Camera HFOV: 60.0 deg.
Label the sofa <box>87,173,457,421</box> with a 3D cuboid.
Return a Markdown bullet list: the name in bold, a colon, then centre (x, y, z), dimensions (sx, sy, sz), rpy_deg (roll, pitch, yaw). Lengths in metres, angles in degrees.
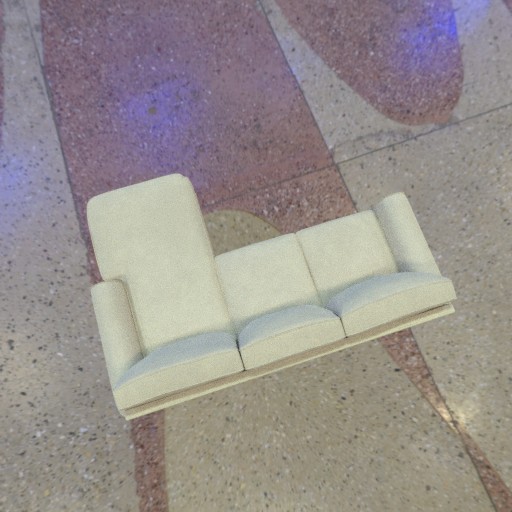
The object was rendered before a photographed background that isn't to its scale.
- **sofa**: centre (0.000, 0.000, 2.420), dimensions (1.770, 0.734, 1.226), rpy_deg (-17, 76, -5)
